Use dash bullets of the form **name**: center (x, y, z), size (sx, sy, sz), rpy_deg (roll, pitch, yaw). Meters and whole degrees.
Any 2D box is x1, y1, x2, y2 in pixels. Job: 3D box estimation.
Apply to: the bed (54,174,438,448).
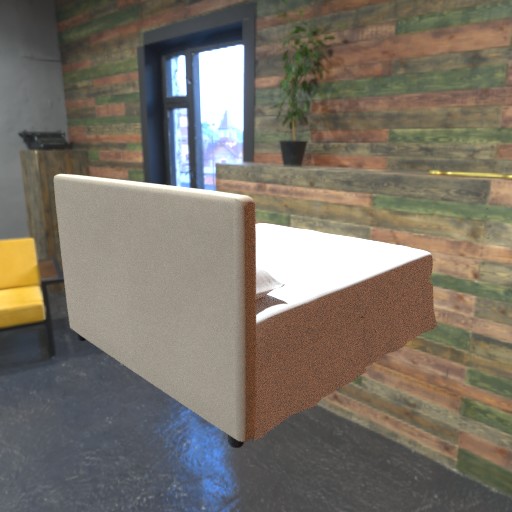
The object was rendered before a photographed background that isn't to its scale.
- **bed**: center (0.000, 0.000, 3.543), size (2.119, 1.317, 2.319), rpy_deg (14, 20, 43)
